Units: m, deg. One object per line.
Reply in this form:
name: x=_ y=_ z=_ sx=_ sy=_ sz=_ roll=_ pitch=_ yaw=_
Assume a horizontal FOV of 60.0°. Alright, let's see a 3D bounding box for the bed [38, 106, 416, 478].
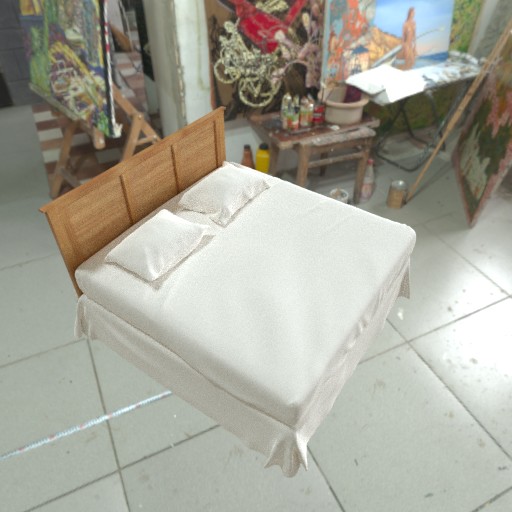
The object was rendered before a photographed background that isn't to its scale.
bed: x=0.000 y=0.000 z=3.584 sx=2.215 sy=1.270 sz=2.317 roll=25 pitch=48 yaw=25
